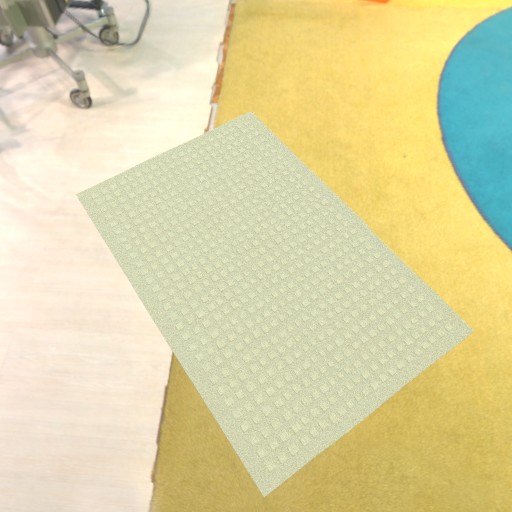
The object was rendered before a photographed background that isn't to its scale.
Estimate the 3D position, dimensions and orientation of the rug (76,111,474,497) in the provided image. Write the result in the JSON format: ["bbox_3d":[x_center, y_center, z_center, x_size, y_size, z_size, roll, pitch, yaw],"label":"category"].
[{"bbox_3d":[0.000,0.000,2.167,1.143,0.006,1.747,-31,63,-18],"label":"rug"}]
